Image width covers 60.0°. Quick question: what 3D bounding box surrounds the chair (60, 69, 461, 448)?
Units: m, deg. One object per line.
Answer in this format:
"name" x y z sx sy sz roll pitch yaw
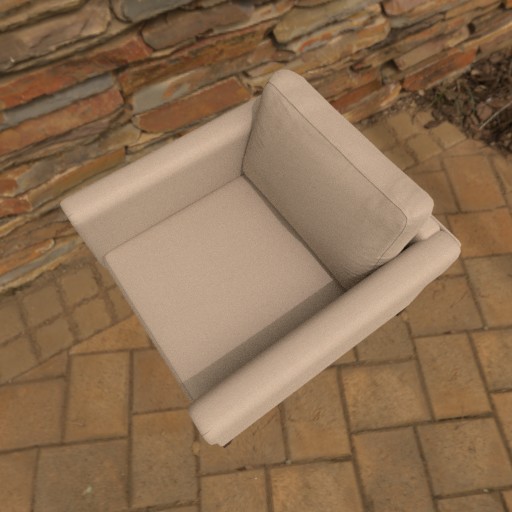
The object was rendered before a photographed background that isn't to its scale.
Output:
"chair" 0.000 0.000 1.617 0.959 0.838 0.914 -33 68 -15
